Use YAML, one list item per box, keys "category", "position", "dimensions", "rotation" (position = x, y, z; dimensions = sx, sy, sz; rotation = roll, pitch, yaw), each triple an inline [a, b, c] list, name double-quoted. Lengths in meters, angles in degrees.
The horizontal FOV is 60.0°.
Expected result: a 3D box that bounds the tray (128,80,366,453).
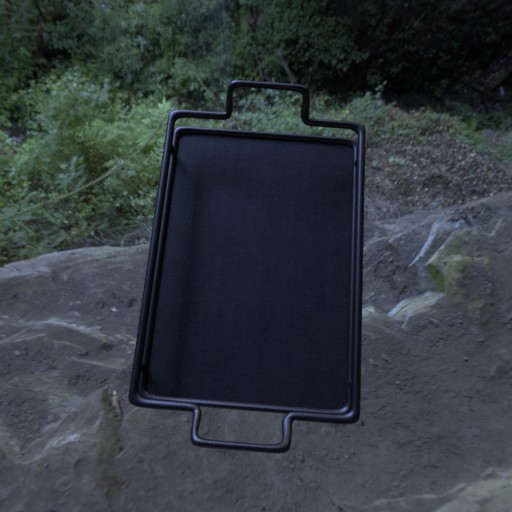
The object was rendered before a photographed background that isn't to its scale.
- category: "tray"
  position: [0.000, 0.000, 0.623]
  dimensions: [0.297, 0.101, 0.495]
  rotation: [4, 76, 1]
